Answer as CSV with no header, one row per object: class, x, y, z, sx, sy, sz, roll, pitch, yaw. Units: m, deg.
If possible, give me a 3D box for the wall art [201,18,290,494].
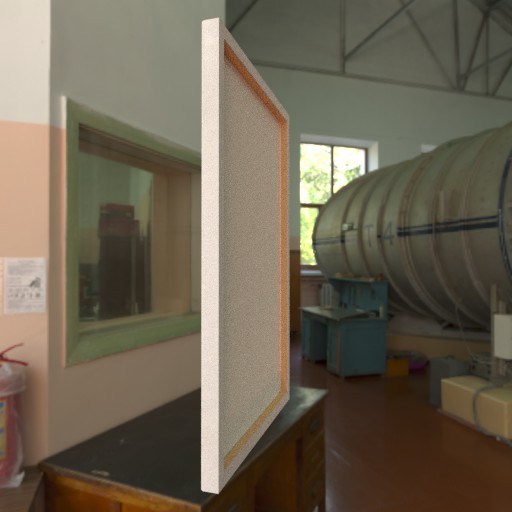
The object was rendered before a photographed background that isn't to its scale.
wall art,0.000,0.000,1.145,0.038,0.912,0.607,0,-1,17
